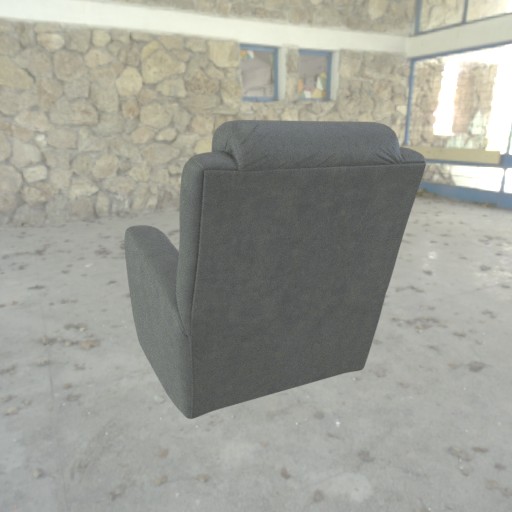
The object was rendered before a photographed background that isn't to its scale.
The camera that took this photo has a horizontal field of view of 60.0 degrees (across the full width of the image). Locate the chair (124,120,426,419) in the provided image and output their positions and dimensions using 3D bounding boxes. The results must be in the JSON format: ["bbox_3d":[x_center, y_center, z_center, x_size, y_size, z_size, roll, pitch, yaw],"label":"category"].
[{"bbox_3d":[0.000,0.000,1.943,0.967,1.116,1.068,-8,17,-25],"label":"chair"}]
